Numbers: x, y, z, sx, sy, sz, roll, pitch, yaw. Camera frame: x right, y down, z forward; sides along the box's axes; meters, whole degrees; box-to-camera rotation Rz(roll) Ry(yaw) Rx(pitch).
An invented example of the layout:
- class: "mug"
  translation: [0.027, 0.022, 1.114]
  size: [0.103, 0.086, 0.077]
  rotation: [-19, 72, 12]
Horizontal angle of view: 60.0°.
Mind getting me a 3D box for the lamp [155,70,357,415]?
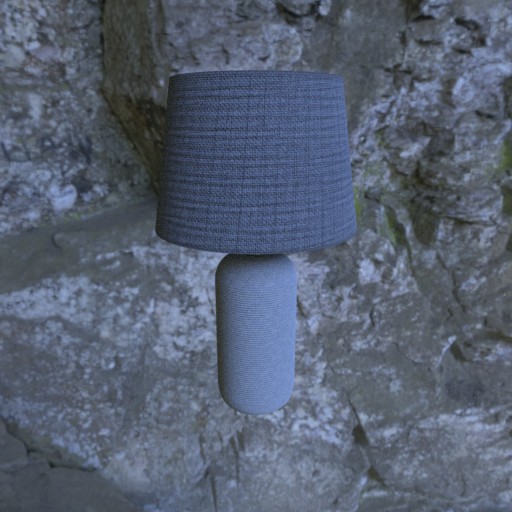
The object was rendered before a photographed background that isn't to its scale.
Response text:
- class: "lamp"
  translation: [0.000, 0.000, 0.577]
  size: [0.251, 0.429, 0.251]
  rotation: [0, 17, 0]
